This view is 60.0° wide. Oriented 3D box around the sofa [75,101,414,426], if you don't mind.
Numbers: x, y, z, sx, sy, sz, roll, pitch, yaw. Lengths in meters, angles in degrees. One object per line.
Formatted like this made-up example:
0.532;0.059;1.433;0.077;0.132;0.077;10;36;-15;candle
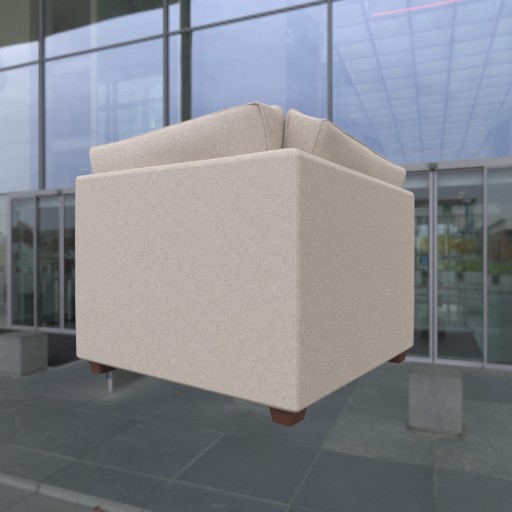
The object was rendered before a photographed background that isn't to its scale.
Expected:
0.000;0.000;1.861;1.042;0.937;1.050;0;0;37;sofa
